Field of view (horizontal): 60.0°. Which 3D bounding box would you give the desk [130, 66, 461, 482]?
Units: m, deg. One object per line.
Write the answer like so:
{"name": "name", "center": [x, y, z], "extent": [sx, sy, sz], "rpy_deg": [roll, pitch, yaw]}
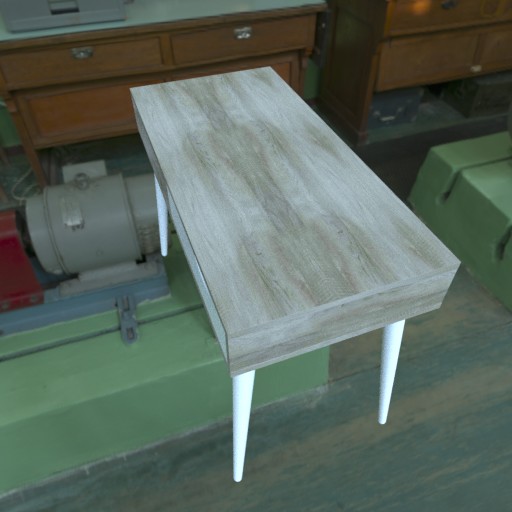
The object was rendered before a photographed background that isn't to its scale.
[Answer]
{"name": "desk", "center": [0.000, 0.000, 1.368], "extent": [0.491, 0.723, 0.979], "rpy_deg": [-15, 47, -14]}
